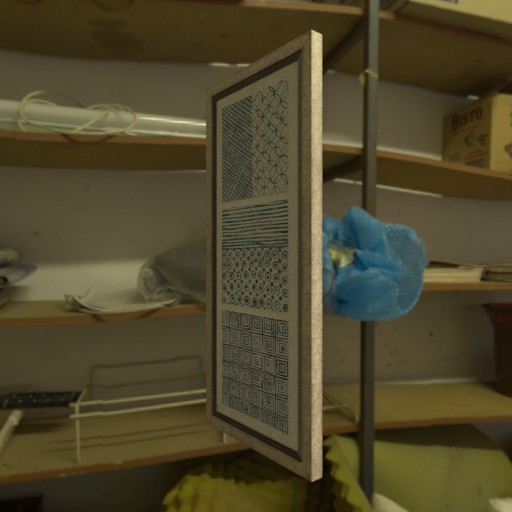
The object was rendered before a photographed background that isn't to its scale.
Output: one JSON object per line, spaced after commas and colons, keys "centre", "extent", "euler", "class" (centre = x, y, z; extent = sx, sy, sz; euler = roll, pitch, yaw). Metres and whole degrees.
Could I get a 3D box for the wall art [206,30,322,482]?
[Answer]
{"centre": [0.000, 0.000, 1.701], "extent": [0.051, 1.461, 0.648], "euler": [0, 0, -38], "class": "wall art"}
